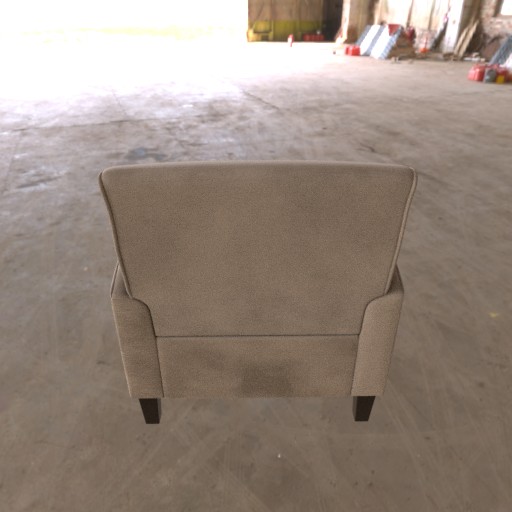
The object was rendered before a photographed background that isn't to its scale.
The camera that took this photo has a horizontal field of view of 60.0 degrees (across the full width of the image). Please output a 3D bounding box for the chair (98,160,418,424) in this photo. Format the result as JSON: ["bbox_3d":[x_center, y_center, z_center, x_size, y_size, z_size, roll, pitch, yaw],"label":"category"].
[{"bbox_3d":[0.000,0.000,1.556,0.820,0.915,0.821,0,30,-1],"label":"chair"}]
